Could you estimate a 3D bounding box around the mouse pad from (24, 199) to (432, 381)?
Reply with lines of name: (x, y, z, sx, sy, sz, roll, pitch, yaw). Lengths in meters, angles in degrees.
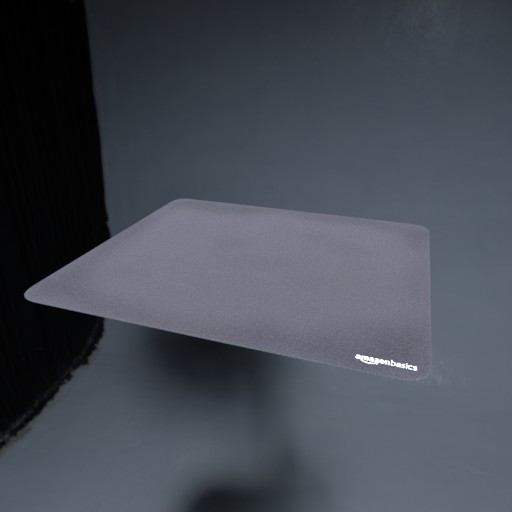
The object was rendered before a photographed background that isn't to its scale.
mouse pad: (0.000, 0.000, 0.609, 0.451, 0.002, 0.393, 8, 27, 17)
